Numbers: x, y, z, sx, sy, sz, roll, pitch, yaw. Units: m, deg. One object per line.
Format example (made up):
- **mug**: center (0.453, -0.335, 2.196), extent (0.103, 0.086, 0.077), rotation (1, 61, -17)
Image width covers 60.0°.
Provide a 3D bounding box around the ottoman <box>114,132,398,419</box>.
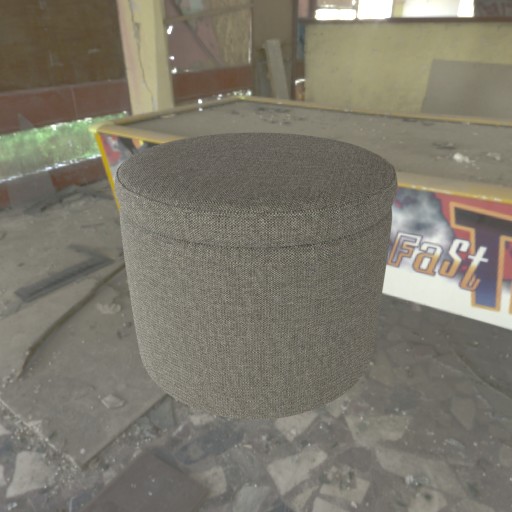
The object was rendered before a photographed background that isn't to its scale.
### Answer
- **ottoman**: center (0.000, 0.000, 0.922), extent (0.520, 0.430, 0.520), rotation (0, 27, 0)
